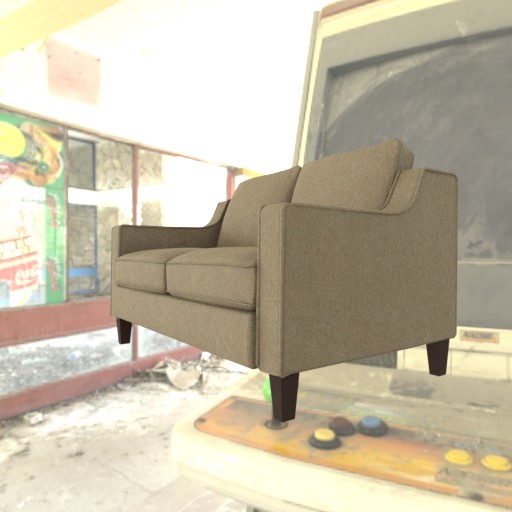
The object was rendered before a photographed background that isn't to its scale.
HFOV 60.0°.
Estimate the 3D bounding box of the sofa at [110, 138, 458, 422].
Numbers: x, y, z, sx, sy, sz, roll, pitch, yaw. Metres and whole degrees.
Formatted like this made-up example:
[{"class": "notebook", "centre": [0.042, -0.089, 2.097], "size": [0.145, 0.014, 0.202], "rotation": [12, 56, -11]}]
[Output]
[{"class": "sofa", "centre": [0.000, 0.000, 2.147], "size": [0.985, 0.981, 1.503], "rotation": [0, 1, -36]}]
